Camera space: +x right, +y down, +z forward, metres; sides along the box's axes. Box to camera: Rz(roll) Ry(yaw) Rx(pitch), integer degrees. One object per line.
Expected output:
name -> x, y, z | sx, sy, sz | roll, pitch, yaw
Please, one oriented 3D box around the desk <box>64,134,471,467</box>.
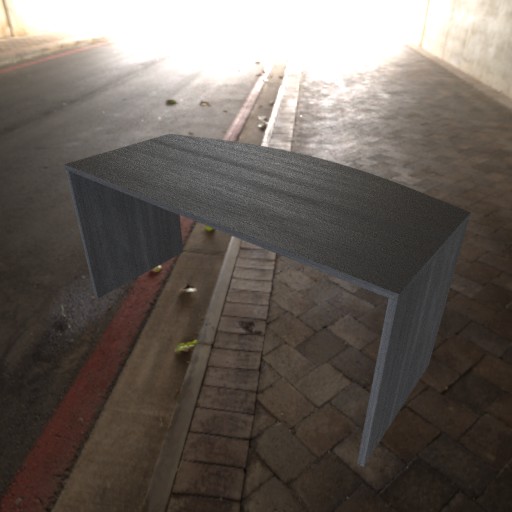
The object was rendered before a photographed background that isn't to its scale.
desk -> 0.000, 0.000, 2.054 | 1.600, 0.750, 0.802 | 23, 38, 32
